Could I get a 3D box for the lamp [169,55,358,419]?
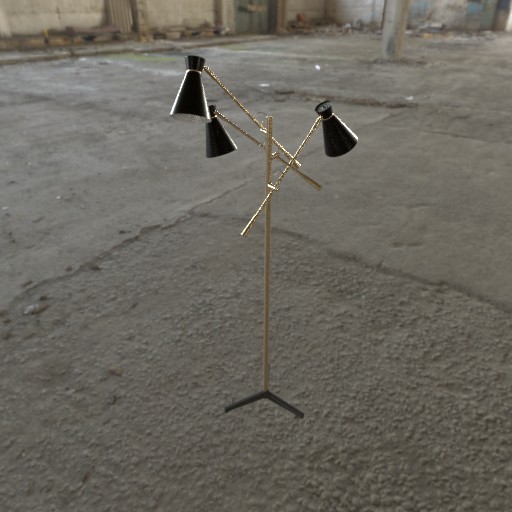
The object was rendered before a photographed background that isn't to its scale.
[{"bbox_3d":[0.000,0.000,2.146,0.653,1.804,0.750,19,35,30],"label":"lamp"}]
